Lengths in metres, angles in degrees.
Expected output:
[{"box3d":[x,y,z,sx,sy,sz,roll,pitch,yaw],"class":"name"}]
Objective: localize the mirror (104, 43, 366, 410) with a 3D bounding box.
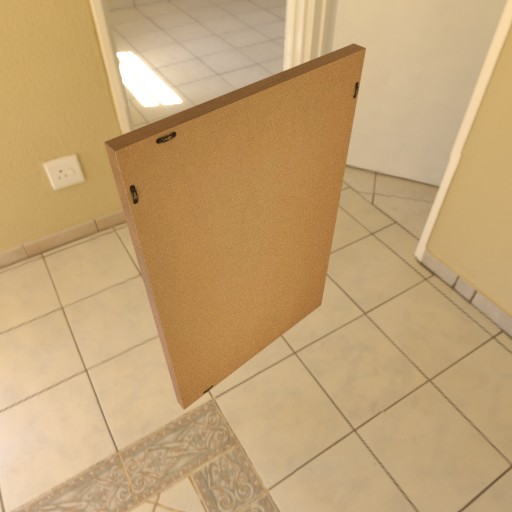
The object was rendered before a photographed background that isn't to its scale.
[{"box3d":[0.000,0.000,1.165,0.609,0.915,0.040,-32,54,-27],"class":"mirror"}]
